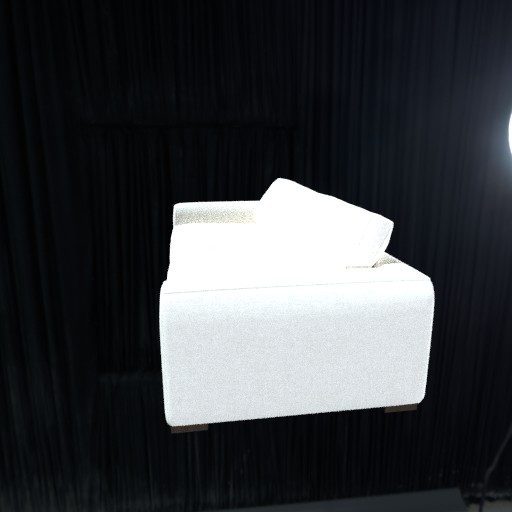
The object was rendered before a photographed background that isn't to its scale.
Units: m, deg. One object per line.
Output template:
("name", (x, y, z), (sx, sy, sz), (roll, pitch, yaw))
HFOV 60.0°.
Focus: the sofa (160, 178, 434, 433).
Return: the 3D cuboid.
("sofa", (0.000, 0.000, 2.710), (1.070, 0.801, 2.262), (-2, 15, -9))
